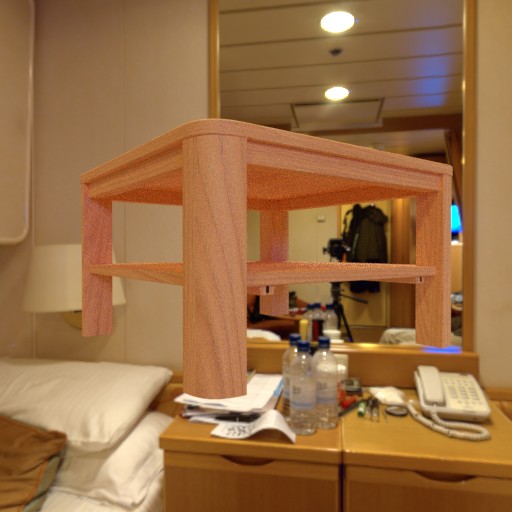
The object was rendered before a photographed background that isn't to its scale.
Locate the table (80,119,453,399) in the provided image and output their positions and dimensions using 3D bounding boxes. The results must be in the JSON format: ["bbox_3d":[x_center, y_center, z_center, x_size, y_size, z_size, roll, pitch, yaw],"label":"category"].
[{"bbox_3d":[0.000,0.000,1.207,0.750,0.450,0.750,-1,1,-36],"label":"table"}]
